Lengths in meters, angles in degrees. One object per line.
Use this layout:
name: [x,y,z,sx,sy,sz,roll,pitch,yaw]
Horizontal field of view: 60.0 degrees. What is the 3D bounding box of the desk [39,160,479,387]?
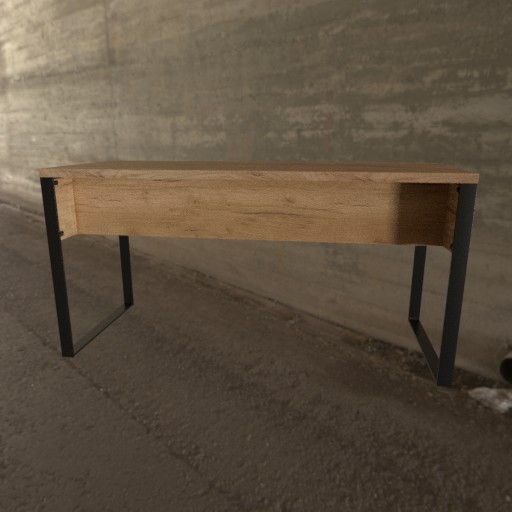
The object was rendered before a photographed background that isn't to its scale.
desk: [0.000,0.000,1.897,1.520,0.760,0.600,2,15,8]
